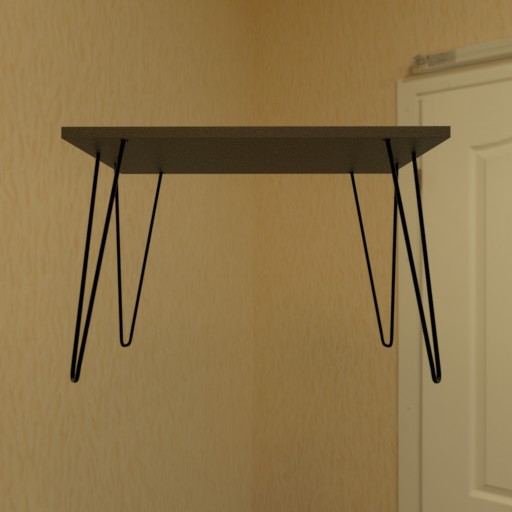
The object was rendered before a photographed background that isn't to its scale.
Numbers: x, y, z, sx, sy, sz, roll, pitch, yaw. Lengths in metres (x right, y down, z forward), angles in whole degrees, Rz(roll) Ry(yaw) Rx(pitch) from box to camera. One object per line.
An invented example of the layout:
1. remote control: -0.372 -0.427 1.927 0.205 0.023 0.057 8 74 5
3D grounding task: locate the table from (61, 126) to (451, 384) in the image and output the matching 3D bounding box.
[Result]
1. table: 0.000 0.000 1.377 0.991 0.660 0.499 0 0 0
